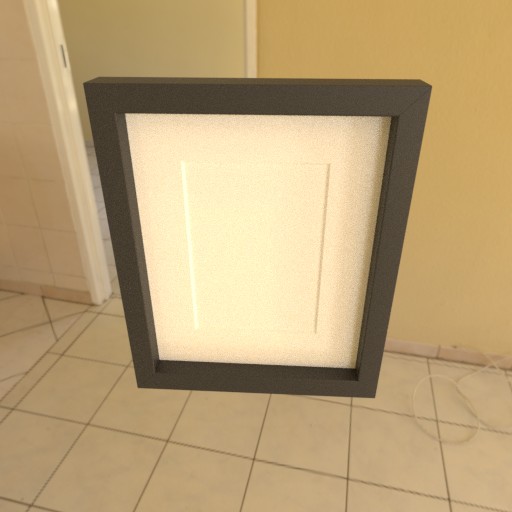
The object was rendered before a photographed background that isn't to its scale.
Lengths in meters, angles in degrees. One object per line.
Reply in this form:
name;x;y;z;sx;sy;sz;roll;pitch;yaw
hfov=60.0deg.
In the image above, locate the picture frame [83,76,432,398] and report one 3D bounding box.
picture frame;0.000;0.000;0.381;0.232;0.284;0.042;2;29;3
